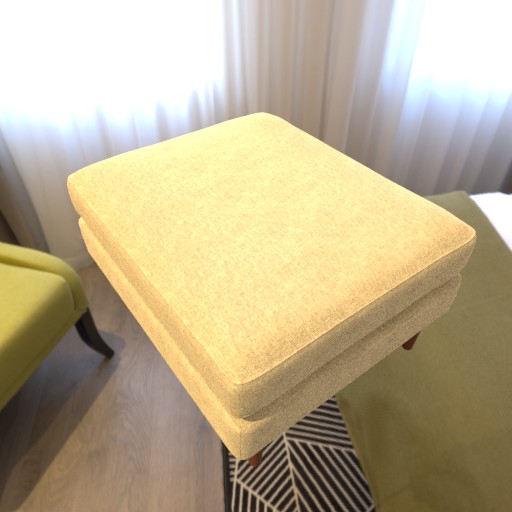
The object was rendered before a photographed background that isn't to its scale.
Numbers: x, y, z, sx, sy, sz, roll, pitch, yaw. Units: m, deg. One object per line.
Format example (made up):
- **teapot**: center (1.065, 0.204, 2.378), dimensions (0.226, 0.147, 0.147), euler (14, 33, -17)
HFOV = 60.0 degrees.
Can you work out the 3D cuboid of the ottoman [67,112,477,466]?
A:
- **ottoman**: center (0.000, 0.000, 1.210), dimensions (0.693, 0.474, 0.821), euler (-26, 48, -27)
